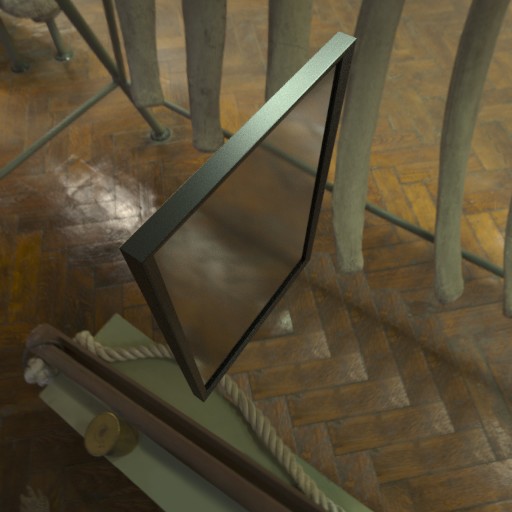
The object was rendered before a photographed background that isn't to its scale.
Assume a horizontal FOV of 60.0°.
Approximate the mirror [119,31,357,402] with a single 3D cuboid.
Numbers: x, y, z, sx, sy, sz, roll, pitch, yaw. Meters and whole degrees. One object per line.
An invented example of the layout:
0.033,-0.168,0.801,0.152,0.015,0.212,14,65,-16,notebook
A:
0.000,0.000,0.917,0.039,0.710,0.507,31,64,17,mirror
